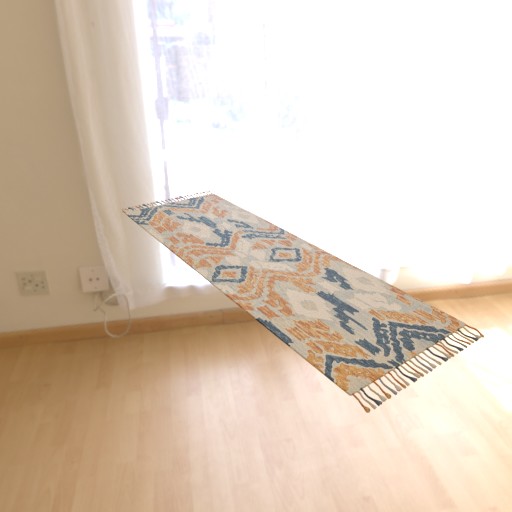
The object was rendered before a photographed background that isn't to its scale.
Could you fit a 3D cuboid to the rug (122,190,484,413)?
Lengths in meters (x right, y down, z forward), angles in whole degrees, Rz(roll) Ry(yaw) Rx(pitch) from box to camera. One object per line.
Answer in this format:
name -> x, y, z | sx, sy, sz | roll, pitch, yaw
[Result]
rug -> 0.000, 0.000, 2.638 | 0.783, 0.010, 2.437 | -18, 32, -31
